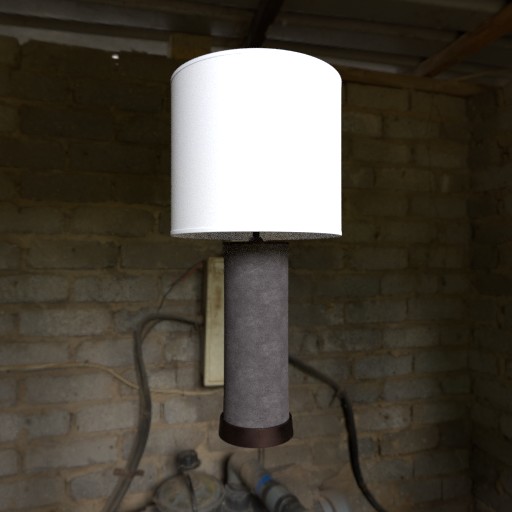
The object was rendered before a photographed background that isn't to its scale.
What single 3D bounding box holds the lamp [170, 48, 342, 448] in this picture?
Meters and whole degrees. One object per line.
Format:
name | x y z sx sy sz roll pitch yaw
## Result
lamp | 0.000 0.000 0.793 0.301 0.630 0.301 0 0 35
